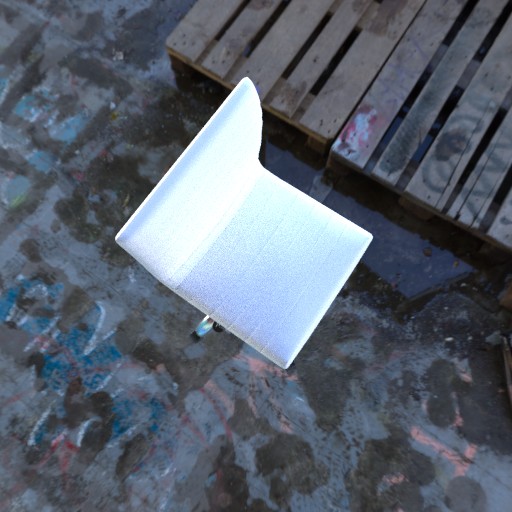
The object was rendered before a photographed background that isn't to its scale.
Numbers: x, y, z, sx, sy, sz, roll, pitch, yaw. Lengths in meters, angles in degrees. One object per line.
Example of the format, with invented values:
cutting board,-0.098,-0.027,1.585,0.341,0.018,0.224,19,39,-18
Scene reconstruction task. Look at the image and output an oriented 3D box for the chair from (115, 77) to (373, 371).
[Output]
chair,0.000,0.000,1.136,0.530,0.780,0.556,34,78,8
